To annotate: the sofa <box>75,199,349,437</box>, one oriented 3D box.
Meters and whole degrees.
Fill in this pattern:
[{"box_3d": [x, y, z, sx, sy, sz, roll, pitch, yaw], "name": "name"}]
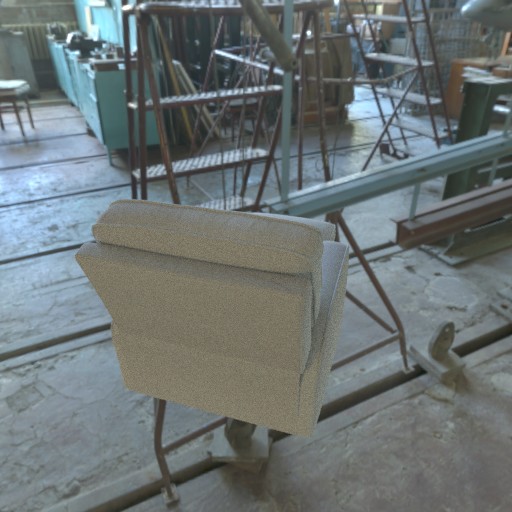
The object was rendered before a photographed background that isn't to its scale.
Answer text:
[{"box_3d": [0.000, 0.000, 2.078, 0.861, 0.959, 1.472, 9, 32, 15], "name": "sofa"}]
